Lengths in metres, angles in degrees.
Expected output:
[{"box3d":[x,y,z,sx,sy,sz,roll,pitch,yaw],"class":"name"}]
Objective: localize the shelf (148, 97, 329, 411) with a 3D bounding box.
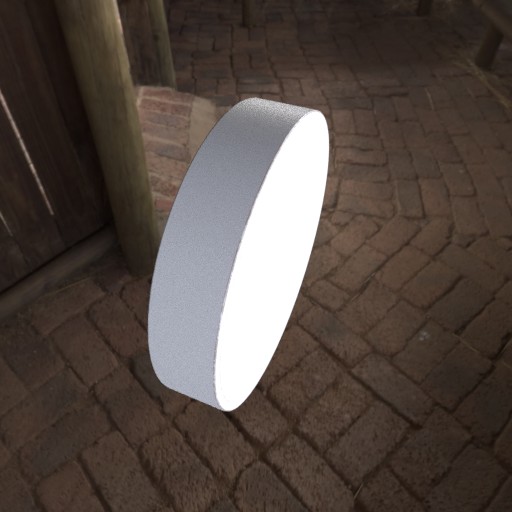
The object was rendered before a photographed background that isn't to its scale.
[{"box3d":[0.000,0.000,1.220,0.158,0.807,0.806,17,49,16],"class":"shelf"}]
